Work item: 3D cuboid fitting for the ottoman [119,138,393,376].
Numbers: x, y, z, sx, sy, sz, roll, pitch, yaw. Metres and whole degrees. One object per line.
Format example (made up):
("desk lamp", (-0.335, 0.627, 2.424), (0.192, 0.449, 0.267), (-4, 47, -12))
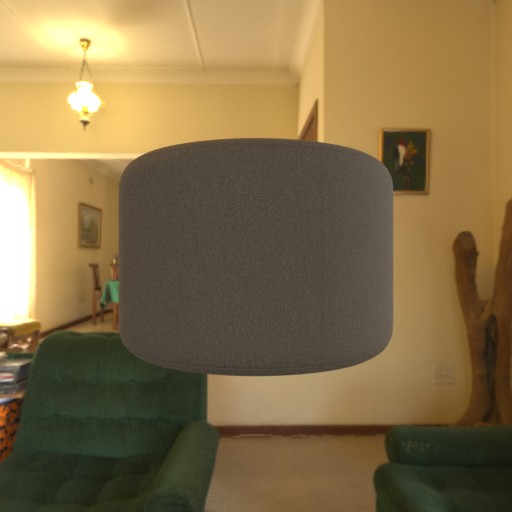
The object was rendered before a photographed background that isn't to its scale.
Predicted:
("ottoman", (0.000, 0.000, 1.026), (0.608, 0.433, 0.608), (0, 0, 0))
